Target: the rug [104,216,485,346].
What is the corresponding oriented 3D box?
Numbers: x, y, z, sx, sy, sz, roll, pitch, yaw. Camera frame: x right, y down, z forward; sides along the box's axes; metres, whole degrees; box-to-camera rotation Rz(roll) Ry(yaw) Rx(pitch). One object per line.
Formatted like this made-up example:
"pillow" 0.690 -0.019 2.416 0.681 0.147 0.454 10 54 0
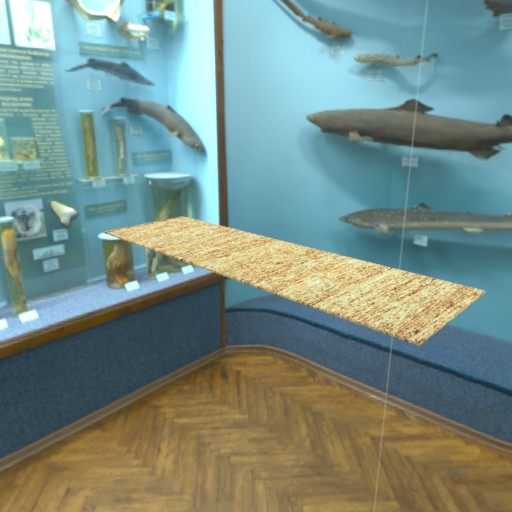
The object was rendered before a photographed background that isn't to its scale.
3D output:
"rug" 0.000 0.000 2.514 2.237 0.014 0.680 16 24 41
